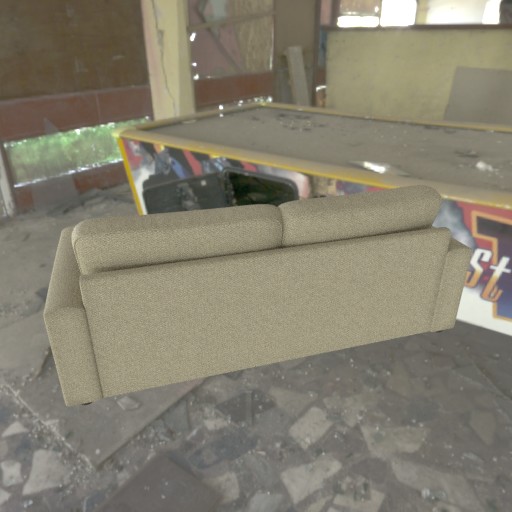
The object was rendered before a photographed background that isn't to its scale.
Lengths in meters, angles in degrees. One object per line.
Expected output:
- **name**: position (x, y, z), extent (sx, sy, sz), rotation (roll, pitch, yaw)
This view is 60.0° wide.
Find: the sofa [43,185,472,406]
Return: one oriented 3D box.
- **sofa**: position (0.000, 0.000, 2.619), extent (2.179, 0.873, 1.016), rotation (-8, 28, -15)
